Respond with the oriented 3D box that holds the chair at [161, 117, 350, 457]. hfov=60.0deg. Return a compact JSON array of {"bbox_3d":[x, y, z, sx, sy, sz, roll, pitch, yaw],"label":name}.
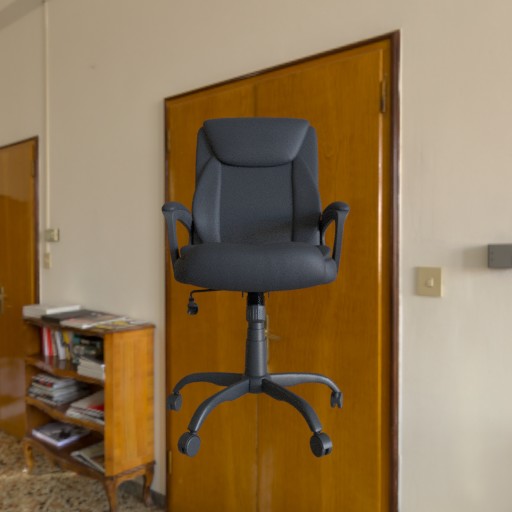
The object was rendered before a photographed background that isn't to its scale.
[{"bbox_3d":[0.000,0.000,1.478,0.615,1.072,0.655,0,1,1],"label":"chair"}]
